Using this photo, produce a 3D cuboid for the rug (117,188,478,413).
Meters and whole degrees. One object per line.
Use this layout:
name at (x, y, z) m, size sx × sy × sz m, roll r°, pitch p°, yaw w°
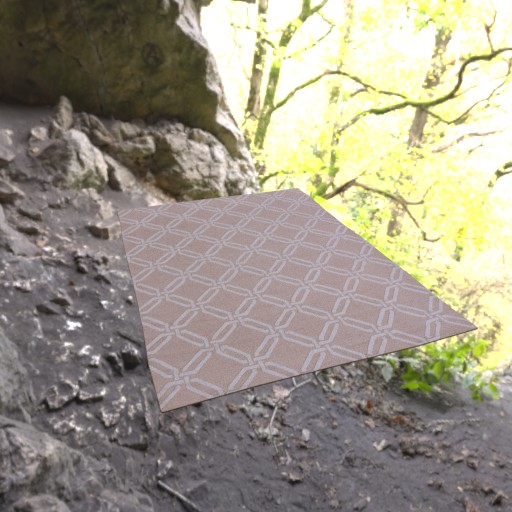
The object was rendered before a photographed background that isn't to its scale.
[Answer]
rug at (0.000, 0.000, 4.415) m, size 2.452 × 0.020 × 3.365 m, roll -10°, pitch 30°, yaw -17°
